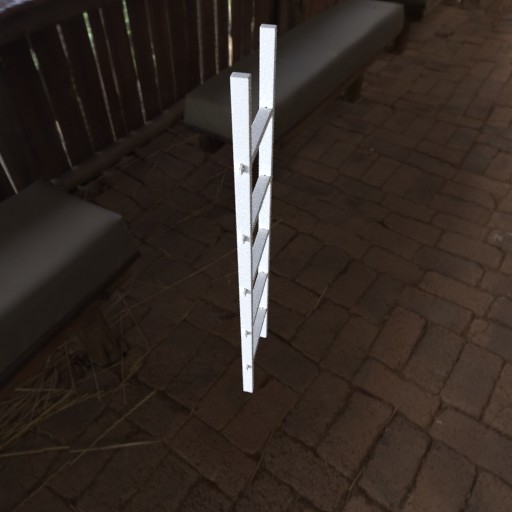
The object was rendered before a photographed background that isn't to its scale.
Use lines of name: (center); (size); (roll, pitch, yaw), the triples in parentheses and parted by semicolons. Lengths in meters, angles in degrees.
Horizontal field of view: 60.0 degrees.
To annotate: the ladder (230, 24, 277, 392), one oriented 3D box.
ladder: (0.000, 0.000, 1.974); (0.051, 1.797, 0.452); (9, 47, 9)
